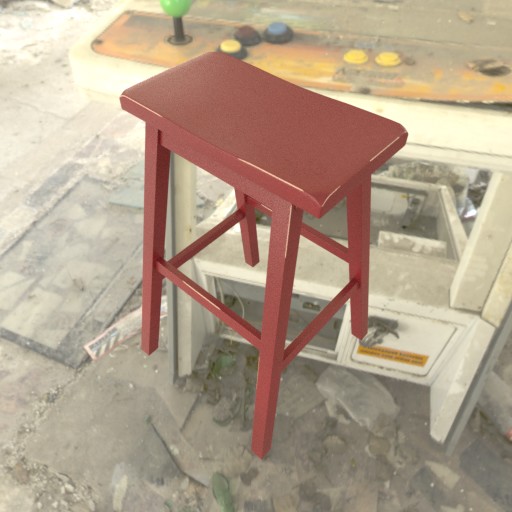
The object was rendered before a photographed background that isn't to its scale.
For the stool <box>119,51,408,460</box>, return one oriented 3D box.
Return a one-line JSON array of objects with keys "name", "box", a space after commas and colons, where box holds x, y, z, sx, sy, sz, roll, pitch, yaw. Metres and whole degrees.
[{"name": "stool", "box": [0.000, 0.000, 1.017, 0.457, 0.737, 0.476, 33, 56, 27]}]
